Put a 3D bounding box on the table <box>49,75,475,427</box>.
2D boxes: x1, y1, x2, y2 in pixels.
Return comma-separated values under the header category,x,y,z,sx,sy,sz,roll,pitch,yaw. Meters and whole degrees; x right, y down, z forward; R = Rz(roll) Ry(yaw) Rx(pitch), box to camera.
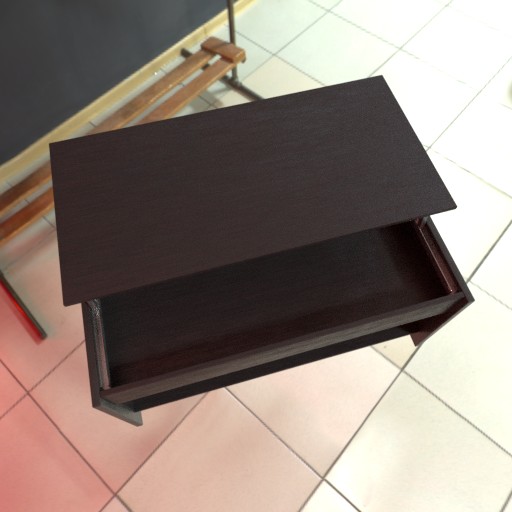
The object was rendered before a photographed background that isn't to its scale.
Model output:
category,x,y,z,sx,sy,sz,roll,pitch,yaw
table,0.000,0.000,1.395,1.000,0.570,0.712,-14,64,-7
